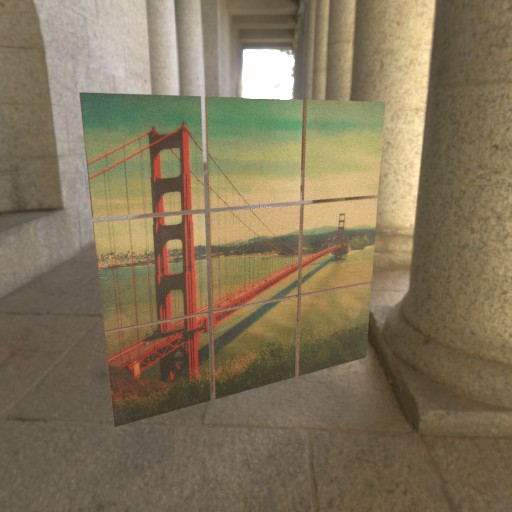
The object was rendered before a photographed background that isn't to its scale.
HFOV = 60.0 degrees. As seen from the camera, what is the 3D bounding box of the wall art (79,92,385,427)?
[{"bbox_3d":[0.000,0.000,1.796,1.217,1.207,0.016,-8,18,-25],"label":"wall art"}]
